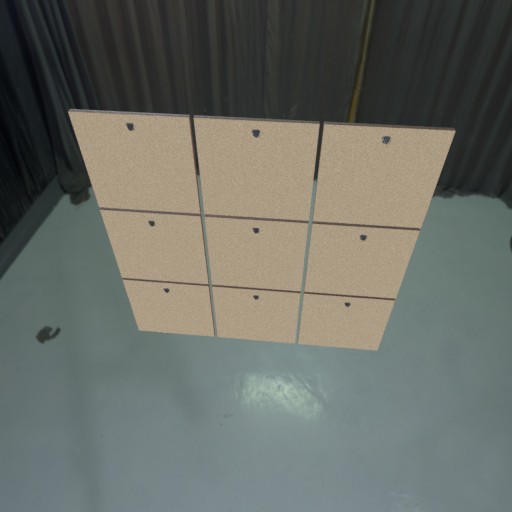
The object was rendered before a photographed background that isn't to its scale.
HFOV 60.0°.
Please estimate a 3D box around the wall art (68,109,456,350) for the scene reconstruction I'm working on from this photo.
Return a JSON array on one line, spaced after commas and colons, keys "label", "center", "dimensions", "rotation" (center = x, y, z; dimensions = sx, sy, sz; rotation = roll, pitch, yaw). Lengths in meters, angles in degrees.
[{"label": "wall art", "center": [0.000, 0.000, 1.356], "dimensions": [0.906, 0.904, 0.018], "rotation": [4, 46, 4]}]
